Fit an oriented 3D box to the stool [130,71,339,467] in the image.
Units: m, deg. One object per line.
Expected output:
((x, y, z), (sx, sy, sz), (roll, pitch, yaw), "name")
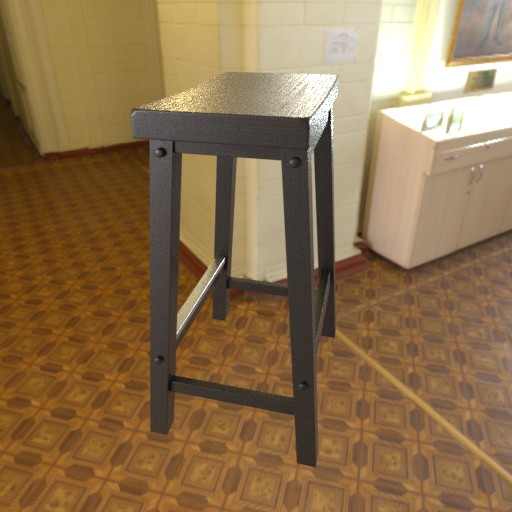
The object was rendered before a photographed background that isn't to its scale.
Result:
((0.000, 0.000, 0.852), (0.322, 0.610, 0.406), (7, 30, 12), "stool")
